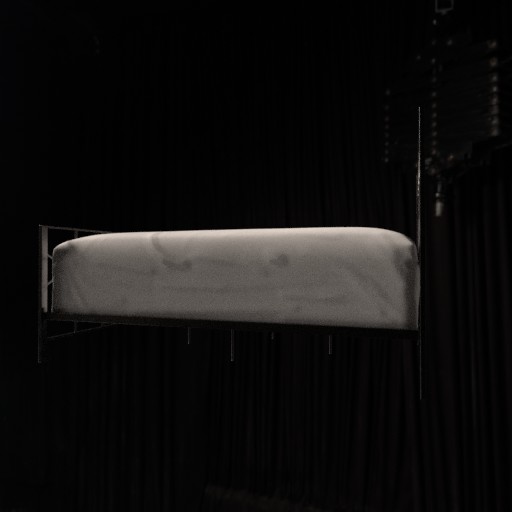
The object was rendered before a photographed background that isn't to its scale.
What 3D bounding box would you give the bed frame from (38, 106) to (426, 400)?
[{"bbox_3d":[0.000,0.000,2.939,2.063,1.222,1.597,0,-1,20],"label":"bed frame"}]
